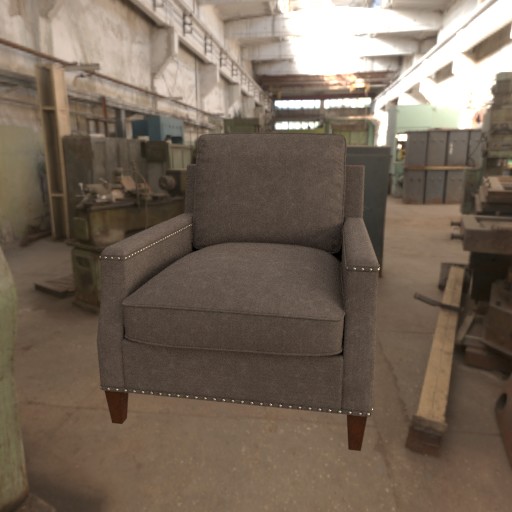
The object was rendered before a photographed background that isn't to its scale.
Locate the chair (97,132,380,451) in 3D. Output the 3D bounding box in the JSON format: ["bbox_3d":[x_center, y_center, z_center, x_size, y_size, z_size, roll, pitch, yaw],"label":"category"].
[{"bbox_3d":[0.000,0.000,1.717,0.853,0.948,1.014,2,14,10],"label":"chair"}]
